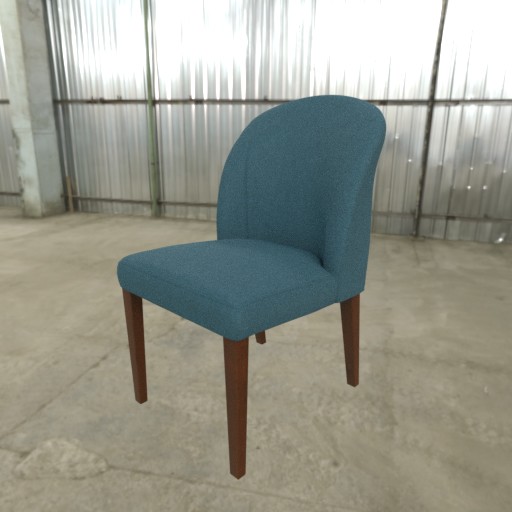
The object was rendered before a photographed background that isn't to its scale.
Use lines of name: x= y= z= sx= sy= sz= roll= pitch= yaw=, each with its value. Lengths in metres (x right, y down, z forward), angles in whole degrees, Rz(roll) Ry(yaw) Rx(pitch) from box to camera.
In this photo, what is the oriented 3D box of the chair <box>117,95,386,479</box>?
chair: x=0.000 y=0.000 z=1.250 sx=0.507 sy=0.879 sz=0.620 roll=16 pitch=23 yaw=42
